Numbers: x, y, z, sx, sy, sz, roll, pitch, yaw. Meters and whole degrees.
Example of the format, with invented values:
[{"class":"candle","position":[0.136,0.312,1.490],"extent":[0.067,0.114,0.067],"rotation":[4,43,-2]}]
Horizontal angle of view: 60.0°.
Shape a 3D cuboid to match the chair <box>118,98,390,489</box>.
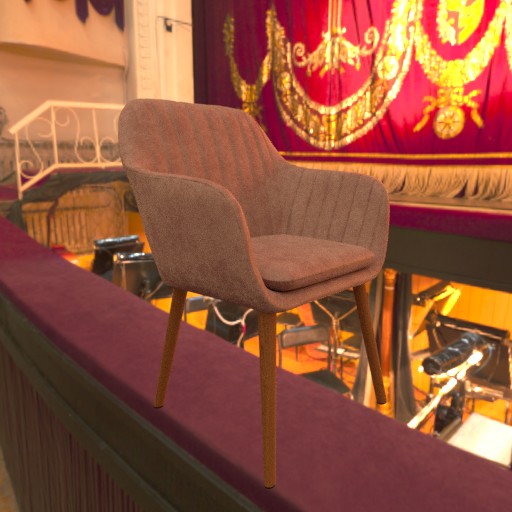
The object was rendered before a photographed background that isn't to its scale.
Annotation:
[{"class":"chair","position":[0.000,0.000,1.191],"extent":[0.570,0.832,0.610],"rotation":[12,17,44]}]
